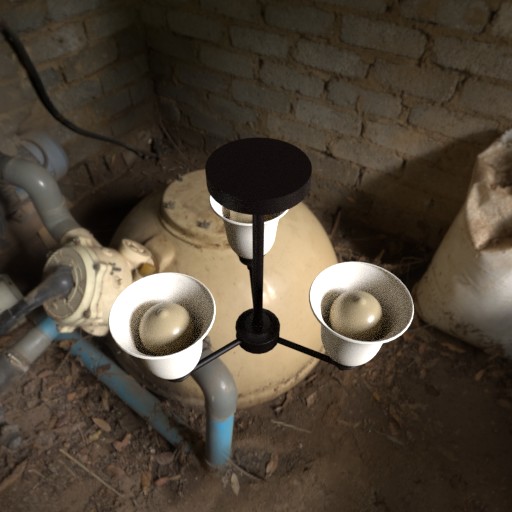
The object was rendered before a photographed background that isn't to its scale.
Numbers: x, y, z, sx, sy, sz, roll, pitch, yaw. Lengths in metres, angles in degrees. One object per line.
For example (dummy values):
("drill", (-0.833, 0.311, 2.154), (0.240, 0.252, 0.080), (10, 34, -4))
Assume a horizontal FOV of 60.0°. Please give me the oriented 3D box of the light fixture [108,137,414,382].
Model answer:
("light fixture", (0.000, 0.000, 0.659), (0.388, 0.370, 0.354), (-3, 46, -3))
